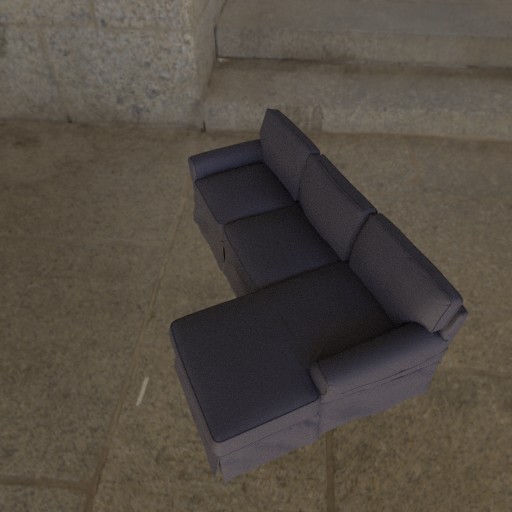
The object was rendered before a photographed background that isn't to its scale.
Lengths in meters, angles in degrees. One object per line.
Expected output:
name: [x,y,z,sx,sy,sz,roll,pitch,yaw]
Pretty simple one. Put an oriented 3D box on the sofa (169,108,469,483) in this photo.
sofa: [0.000,0.000,3.343,1.637,1.039,2.518,-18,49,-17]
